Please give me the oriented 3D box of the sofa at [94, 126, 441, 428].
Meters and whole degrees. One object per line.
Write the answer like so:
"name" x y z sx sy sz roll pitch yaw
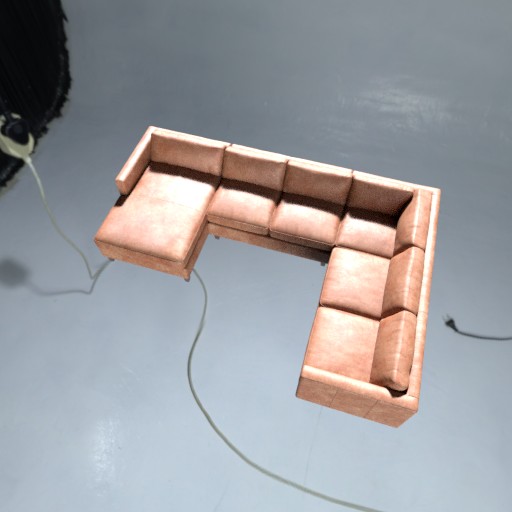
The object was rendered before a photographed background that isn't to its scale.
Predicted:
"sofa" 0.000 0.000 4.623 3.401 0.832 2.430 14 58 9
